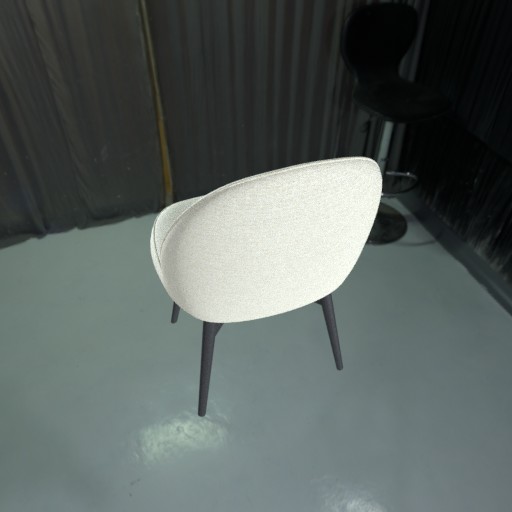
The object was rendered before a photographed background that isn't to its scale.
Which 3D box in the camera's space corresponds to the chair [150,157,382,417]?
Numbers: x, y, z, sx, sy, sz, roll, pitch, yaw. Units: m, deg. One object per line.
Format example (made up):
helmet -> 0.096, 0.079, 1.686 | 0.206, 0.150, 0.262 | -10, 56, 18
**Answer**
chair -> 0.000, 0.000, 1.198 | 0.532, 0.838, 0.540 | -14, 44, -15
